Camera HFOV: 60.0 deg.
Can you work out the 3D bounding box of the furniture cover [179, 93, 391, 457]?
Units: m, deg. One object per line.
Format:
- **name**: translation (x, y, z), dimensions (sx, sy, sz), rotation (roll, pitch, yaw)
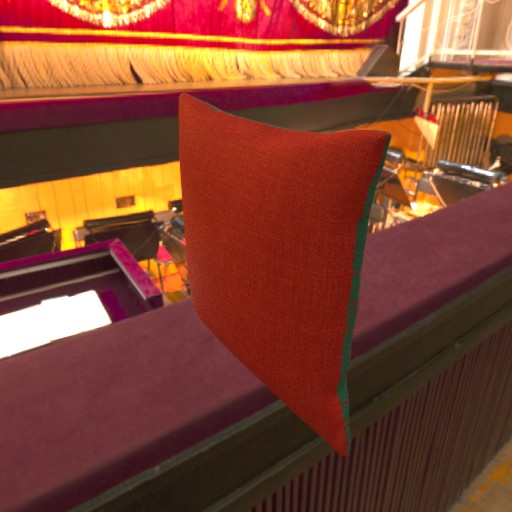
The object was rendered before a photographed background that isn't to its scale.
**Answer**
- **furniture cover**: translation (0.000, 0.000, 0.787), dimensions (0.158, 0.508, 0.517), rotation (-17, 31, -30)
